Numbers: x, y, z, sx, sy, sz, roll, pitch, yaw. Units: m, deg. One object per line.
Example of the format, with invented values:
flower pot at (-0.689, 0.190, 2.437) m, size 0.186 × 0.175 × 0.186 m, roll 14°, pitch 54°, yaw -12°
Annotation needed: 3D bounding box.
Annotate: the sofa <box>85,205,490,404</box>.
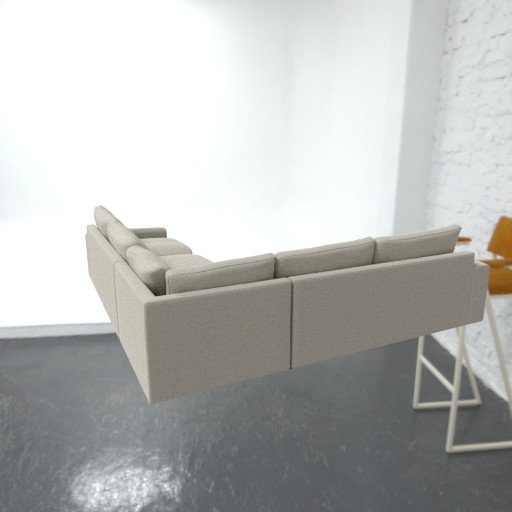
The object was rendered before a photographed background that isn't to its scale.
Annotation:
sofa at (0.000, 0.000, 4.689) m, size 3.066 × 0.918 × 3.206 m, roll -7°, pitch 15°, yaw -26°
